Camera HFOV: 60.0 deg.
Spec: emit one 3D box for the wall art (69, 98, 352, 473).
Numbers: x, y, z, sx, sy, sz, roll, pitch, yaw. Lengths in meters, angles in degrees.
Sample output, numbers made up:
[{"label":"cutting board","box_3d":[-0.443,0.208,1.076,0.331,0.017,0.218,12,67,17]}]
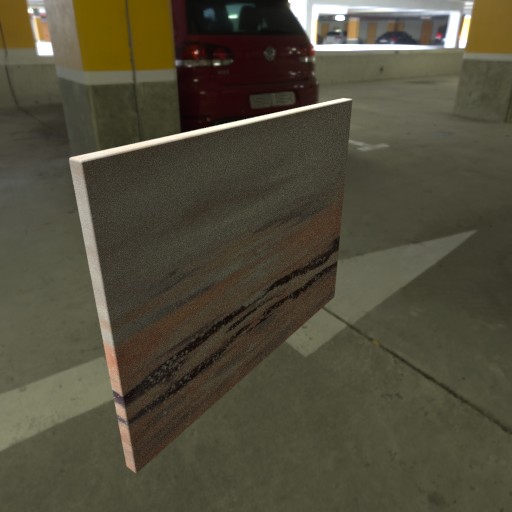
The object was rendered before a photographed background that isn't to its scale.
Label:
[{"label":"wall art","box_3d":[0.000,0.000,1.274,0.038,0.763,1.015,18,32,32]}]
